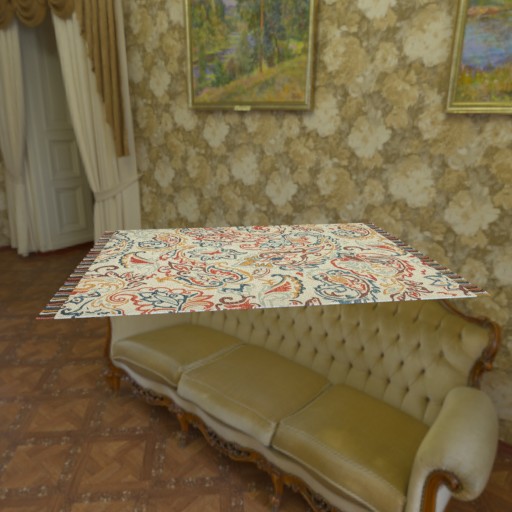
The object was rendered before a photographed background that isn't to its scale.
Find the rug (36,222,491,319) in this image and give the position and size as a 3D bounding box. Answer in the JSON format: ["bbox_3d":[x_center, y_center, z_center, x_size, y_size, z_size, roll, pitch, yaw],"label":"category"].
[{"bbox_3d":[0.000,0.000,4.307,3.274,0.015,2.439,-2,17,-7],"label":"rug"}]
